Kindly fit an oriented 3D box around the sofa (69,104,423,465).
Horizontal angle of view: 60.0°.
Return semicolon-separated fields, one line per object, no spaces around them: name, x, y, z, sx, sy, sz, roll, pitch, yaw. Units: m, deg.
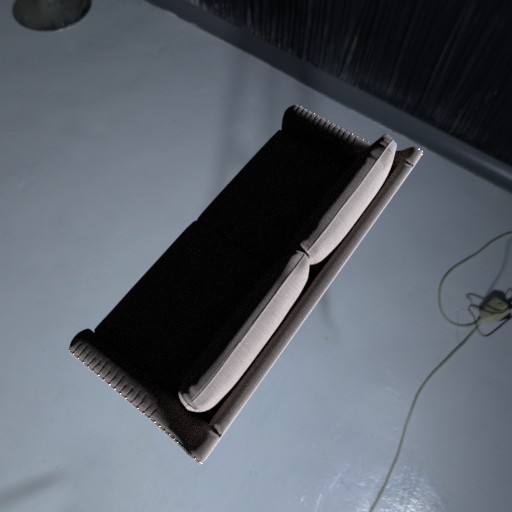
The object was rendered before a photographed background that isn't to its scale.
sofa;0.000;0.000;2.756;1.000;0.857;2.208;33;68;15
